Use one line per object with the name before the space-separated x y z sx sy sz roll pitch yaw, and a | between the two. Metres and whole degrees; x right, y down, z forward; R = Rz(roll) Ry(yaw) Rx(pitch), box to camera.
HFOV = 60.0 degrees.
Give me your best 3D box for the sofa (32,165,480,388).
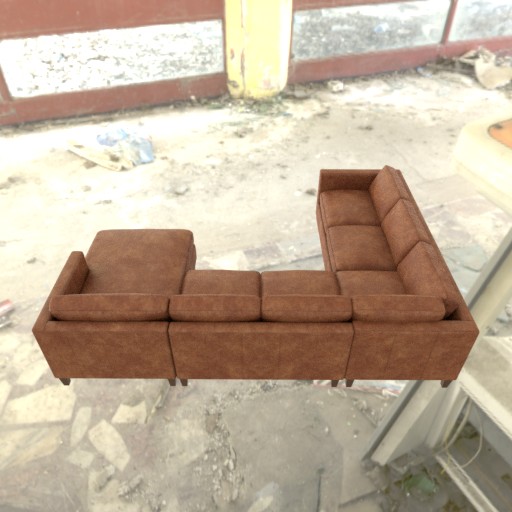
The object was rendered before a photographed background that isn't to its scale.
sofa | 0.000 0.000 4.389 3.324 0.888 2.452 0 40 0
